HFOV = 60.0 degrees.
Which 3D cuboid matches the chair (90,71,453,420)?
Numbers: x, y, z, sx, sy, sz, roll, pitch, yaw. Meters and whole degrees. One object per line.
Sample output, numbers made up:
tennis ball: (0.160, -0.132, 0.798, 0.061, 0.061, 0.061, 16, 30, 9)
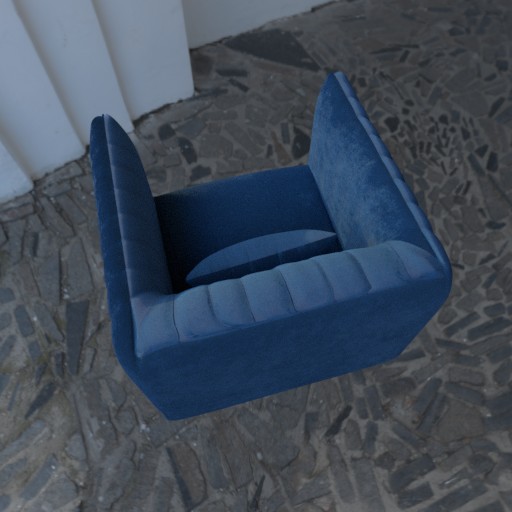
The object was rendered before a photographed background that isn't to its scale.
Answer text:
chair: (0.000, 0.000, 1.585, 0.947, 0.793, 0.877, -13, 60, -8)
